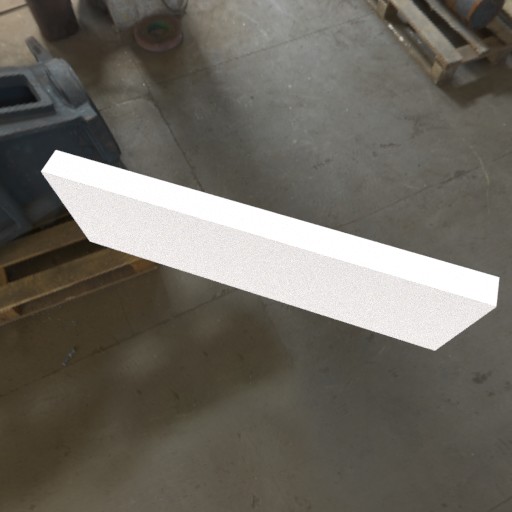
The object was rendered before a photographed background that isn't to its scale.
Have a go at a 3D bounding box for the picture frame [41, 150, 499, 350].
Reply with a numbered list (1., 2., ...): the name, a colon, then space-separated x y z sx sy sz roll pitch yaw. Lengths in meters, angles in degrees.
1. picture frame: 0.000 0.000 0.824 0.759 0.250 0.050 17 65 8
